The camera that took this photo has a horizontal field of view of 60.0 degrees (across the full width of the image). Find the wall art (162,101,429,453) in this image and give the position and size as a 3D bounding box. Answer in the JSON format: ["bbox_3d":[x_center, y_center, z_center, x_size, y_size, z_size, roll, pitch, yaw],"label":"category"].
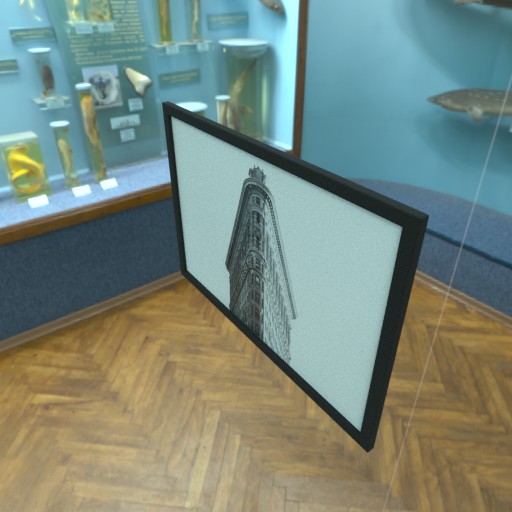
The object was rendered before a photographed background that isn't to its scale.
[{"bbox_3d":[0.000,0.000,1.249,0.026,0.656,0.958,-22,39,-30],"label":"wall art"}]
